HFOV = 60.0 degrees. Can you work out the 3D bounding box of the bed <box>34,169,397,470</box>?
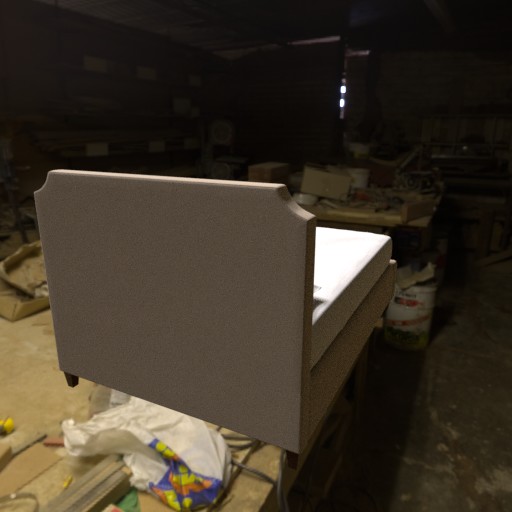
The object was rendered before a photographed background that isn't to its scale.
[{"bbox_3d":[0.000,0.000,3.339,1.703,1.415,2.329,8,19,26],"label":"bed"}]
